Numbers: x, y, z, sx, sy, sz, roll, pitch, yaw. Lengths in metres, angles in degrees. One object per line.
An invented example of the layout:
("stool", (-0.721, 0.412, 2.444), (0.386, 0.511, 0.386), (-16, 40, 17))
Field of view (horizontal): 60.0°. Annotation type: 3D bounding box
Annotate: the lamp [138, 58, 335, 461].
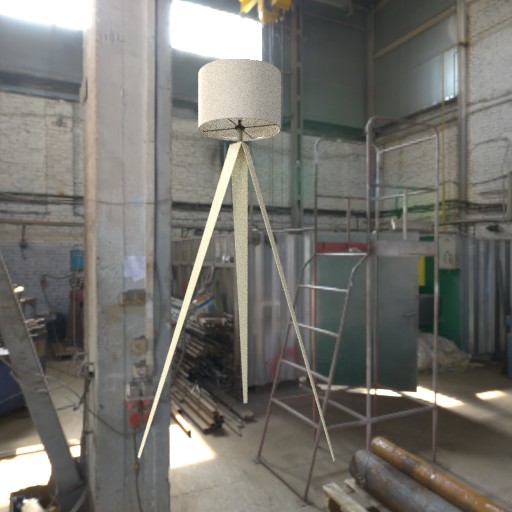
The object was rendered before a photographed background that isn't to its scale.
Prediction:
("lamp", (0.000, 0.000, 1.908), (0.716, 1.524, 0.724), (0, 0, 18))
